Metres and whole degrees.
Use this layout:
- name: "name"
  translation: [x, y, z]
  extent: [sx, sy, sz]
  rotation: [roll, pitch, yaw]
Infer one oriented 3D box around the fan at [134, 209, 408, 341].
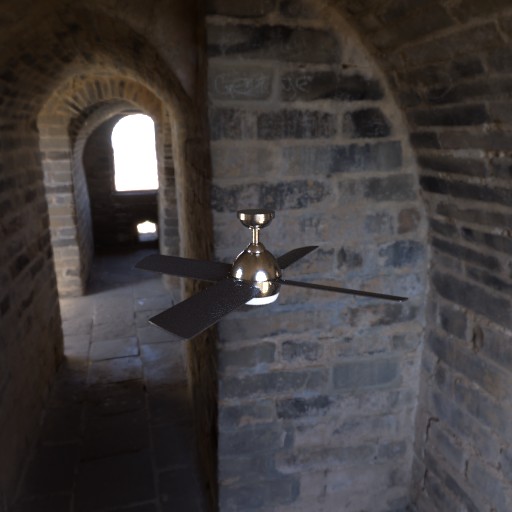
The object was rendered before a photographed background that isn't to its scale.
- name: "fan"
  translation: [0.000, 0.000, 2.004]
  extent: [1.332, 0.403, 1.332]
  rotation: [7, 16, 26]
